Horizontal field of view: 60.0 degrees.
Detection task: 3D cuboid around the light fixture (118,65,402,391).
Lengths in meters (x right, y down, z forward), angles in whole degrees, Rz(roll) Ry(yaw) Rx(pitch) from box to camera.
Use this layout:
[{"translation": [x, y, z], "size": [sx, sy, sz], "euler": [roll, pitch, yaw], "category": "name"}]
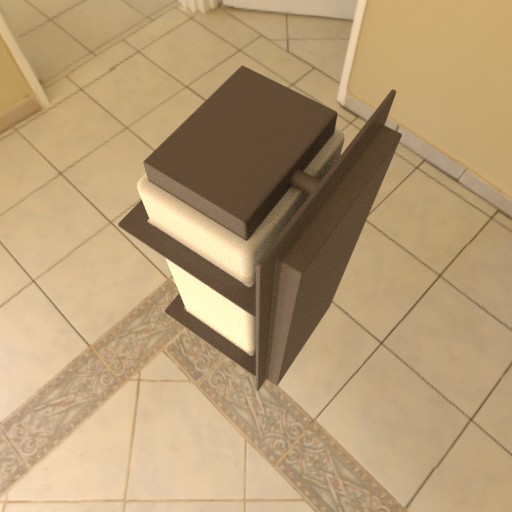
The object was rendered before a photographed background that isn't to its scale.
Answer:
[{"translation": [0.000, 0.000, 0.422], "size": [0.146, 0.347, 0.153], "euler": [32, 67, 15], "category": "light fixture"}]
